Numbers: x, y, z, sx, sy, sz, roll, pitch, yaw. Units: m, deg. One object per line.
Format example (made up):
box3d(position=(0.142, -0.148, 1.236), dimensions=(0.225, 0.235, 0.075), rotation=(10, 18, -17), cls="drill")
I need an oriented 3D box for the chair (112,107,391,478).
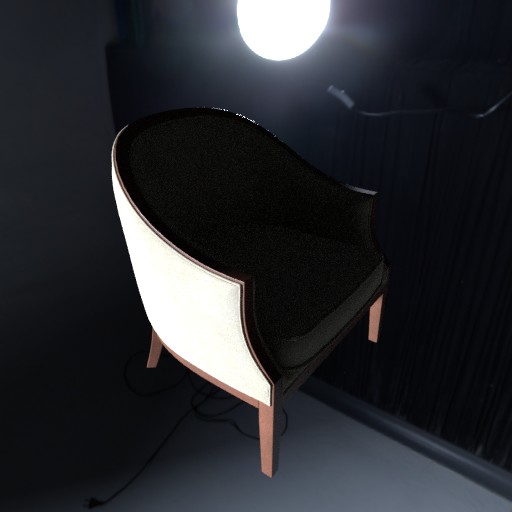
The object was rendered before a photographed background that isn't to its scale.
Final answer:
box3d(position=(0.000, 0.000, 1.485), dimensions=(0.735, 0.876, 0.803), rotation=(18, 32, 32), cls="chair")
